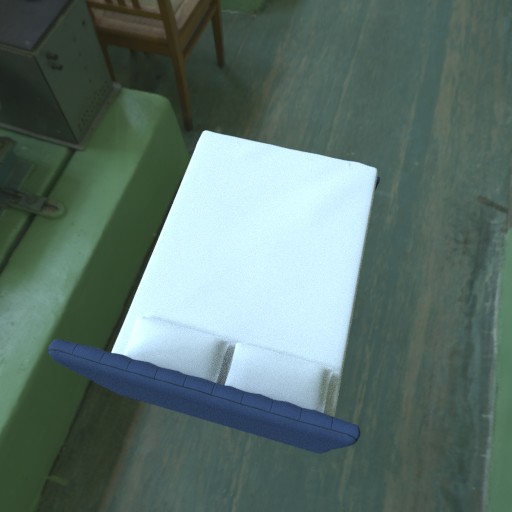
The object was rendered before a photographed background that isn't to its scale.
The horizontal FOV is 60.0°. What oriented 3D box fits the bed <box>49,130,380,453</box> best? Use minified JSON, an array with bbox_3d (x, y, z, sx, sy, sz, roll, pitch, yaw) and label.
[{"bbox_3d":[0.000,0.000,3.384,1.706,1.427,2.387,14,66,6],"label":"bed"}]
